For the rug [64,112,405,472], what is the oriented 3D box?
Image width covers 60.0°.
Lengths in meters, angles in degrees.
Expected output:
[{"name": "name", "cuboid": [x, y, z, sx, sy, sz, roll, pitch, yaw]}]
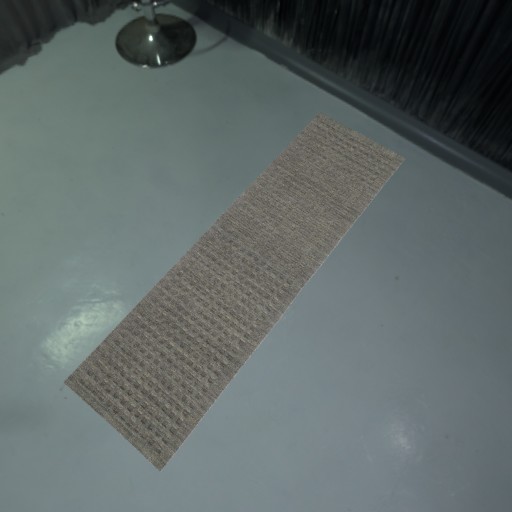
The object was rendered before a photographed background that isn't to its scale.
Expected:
[{"name": "rug", "cuboid": [0.000, 0.000, 2.698, 0.706, 0.009, 2.443, 34, 68, 16]}]
